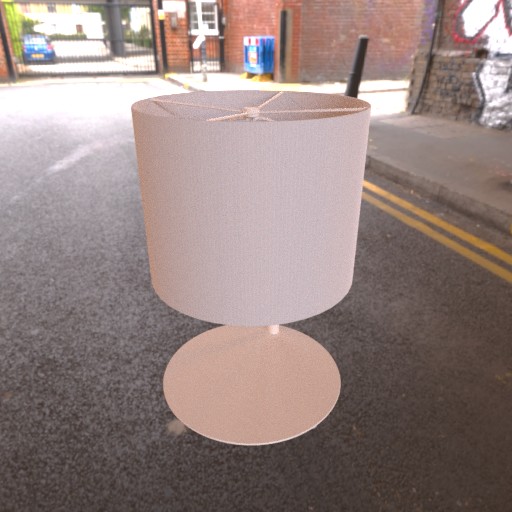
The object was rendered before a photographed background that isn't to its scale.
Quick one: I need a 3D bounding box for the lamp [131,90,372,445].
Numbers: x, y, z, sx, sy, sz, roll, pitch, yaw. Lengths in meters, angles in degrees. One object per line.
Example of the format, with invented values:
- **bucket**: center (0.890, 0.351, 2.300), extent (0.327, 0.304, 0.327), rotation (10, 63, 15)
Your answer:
- **lamp**: center (0.000, 0.000, 0.681), extent (0.299, 0.454, 0.341), rotation (9, 27, 17)
